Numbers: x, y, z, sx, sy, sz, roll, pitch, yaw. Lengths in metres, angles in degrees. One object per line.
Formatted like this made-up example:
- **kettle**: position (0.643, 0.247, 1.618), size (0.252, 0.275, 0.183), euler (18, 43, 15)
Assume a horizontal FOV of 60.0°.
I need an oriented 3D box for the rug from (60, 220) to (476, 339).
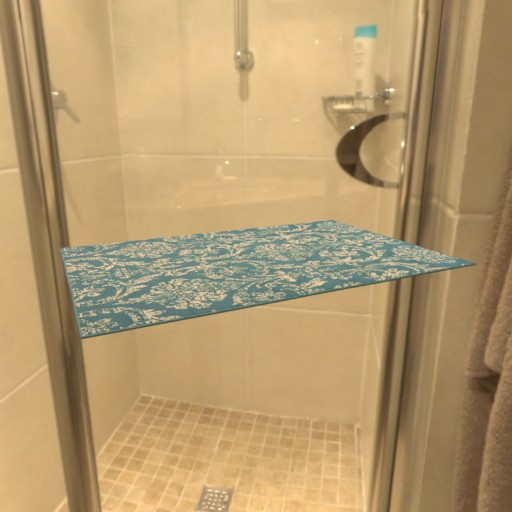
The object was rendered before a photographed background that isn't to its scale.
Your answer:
- **rug**: position (0.000, 0.000, 2.320), size (1.833, 0.012, 1.211), euler (-8, 18, -25)
